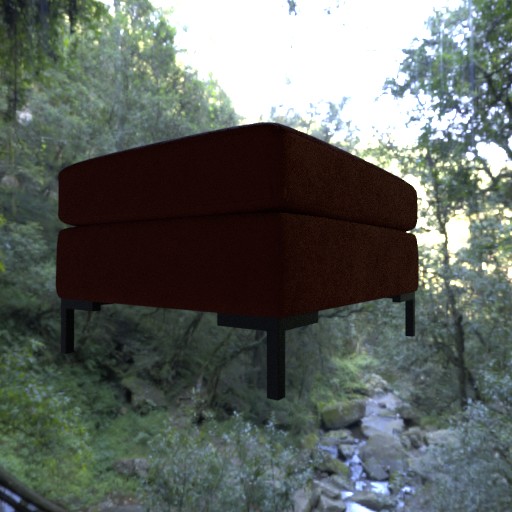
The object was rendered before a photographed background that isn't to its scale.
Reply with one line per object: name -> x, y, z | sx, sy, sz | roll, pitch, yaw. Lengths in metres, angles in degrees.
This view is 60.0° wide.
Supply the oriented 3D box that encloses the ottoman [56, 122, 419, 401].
ottoman -> 0.000, 0.000, 1.170 | 0.650, 0.462, 0.782 | 0, -1, 36
